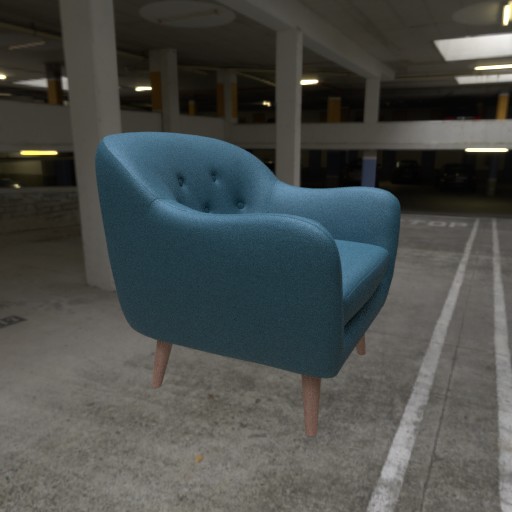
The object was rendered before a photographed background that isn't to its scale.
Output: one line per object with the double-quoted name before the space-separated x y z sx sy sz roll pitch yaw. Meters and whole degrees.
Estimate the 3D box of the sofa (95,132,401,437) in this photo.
"sofa" 0.000 0.000 1.502 0.825 0.817 0.836 7 16 26
